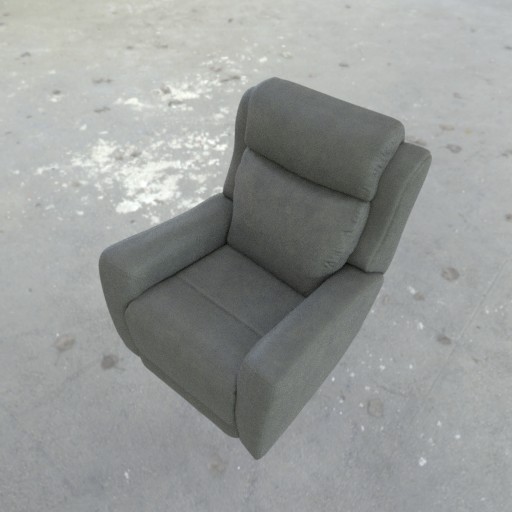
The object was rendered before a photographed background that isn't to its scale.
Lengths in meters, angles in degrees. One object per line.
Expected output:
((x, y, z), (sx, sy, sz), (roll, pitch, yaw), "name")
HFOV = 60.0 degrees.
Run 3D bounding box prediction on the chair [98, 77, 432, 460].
((0.000, 0.000, 1.907), (0.967, 1.116, 1.068), (32, 54, 26), "chair")
